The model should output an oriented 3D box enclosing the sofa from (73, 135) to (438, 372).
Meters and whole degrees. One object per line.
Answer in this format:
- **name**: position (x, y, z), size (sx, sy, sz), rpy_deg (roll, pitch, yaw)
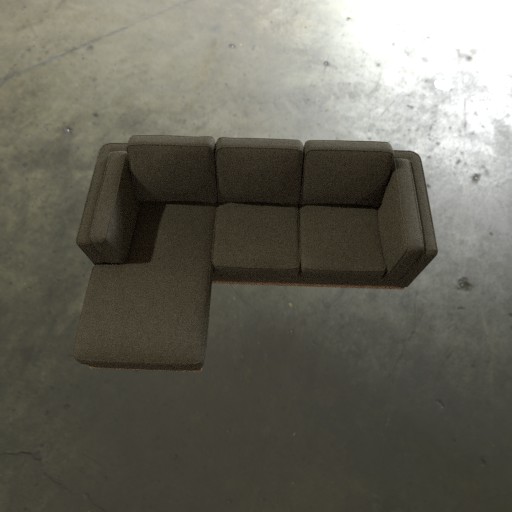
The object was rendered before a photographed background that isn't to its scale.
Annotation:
- **sofa**: position (0.000, 0.000, 3.196), size (2.411, 0.929, 1.604), rpy_deg (2, 62, 1)
